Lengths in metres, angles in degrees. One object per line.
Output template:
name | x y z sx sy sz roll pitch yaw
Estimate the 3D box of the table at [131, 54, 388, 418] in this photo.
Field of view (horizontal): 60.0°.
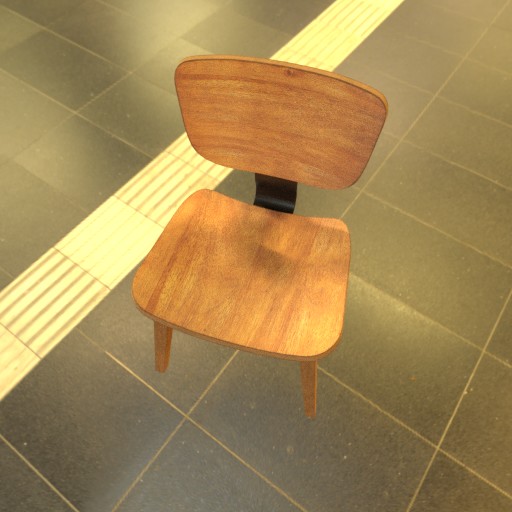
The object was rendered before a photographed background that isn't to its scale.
table | 0.000 0.000 1.105 0.499 0.805 0.500 14 59 9
